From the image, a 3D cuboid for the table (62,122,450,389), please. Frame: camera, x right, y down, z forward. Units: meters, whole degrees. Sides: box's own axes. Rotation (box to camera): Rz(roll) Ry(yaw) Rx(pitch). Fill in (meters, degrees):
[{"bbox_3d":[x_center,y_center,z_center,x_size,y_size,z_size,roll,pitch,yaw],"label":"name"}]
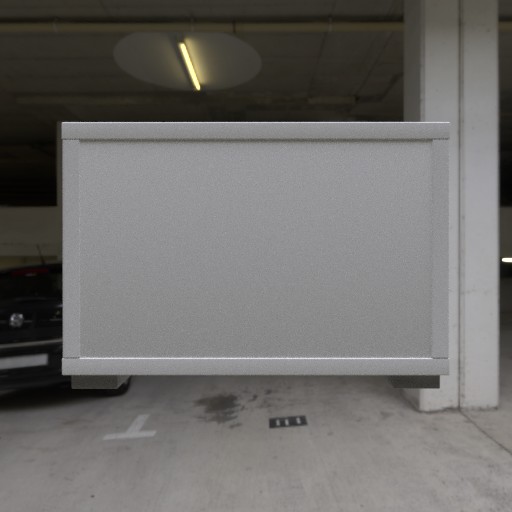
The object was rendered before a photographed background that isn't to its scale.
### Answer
[{"bbox_3d":[0.000,0.000,0.789,0.517,0.357,0.399,0,0,0],"label":"table"}]
